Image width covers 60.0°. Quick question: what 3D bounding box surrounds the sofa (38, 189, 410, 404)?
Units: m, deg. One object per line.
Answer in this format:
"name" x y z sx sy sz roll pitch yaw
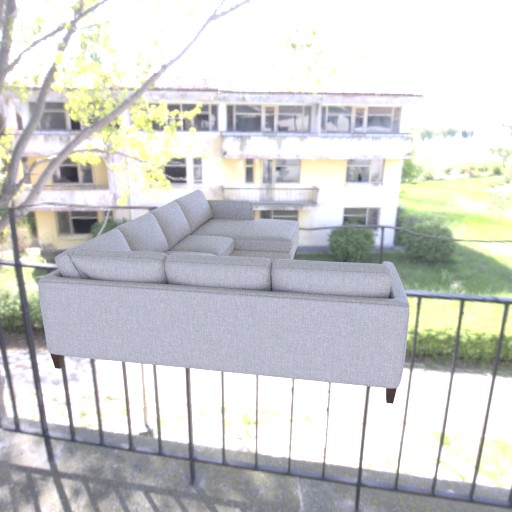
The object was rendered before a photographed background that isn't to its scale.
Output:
"sofa" 0.000 0.000 4.532 2.551 0.889 3.403 3 17 10
